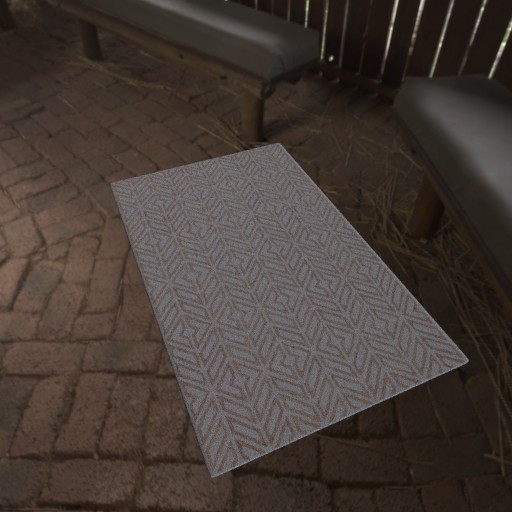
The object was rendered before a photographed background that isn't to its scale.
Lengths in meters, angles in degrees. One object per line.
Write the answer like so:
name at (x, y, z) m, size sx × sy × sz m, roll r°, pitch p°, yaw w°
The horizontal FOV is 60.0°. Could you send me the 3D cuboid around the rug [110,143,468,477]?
rug at (0.000, 0.000, 3.021) m, size 1.523 × 0.008 × 2.438 m, roll -17°, pitch 49°, yaw -16°
